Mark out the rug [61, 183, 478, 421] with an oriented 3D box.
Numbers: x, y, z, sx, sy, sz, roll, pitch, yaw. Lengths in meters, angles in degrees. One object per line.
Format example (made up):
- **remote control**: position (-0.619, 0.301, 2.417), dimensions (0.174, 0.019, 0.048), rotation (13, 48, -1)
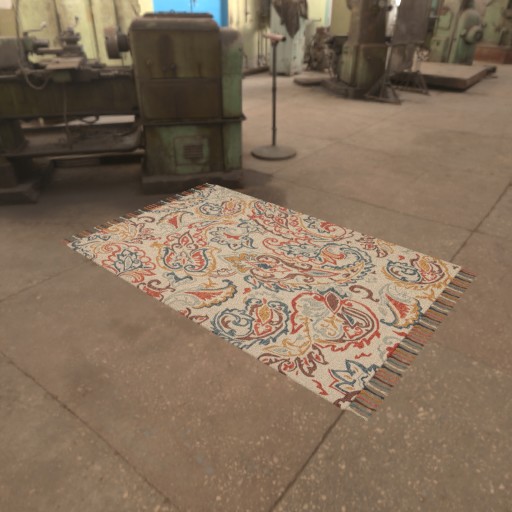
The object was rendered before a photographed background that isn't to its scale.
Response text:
- **rug**: position (0.000, 0.000, 2.447), dimensions (1.997, 0.010, 1.218), rotation (23, 38, 34)
